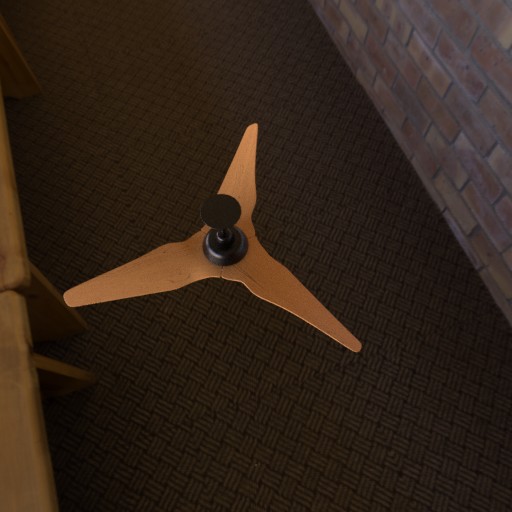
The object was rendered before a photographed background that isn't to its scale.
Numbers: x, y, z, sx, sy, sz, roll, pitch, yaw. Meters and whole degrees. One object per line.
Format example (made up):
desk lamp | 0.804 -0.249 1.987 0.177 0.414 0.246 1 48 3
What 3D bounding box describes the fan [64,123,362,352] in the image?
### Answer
fan | 0.000 0.000 1.671 1.010 0.355 1.142 36 70 15
